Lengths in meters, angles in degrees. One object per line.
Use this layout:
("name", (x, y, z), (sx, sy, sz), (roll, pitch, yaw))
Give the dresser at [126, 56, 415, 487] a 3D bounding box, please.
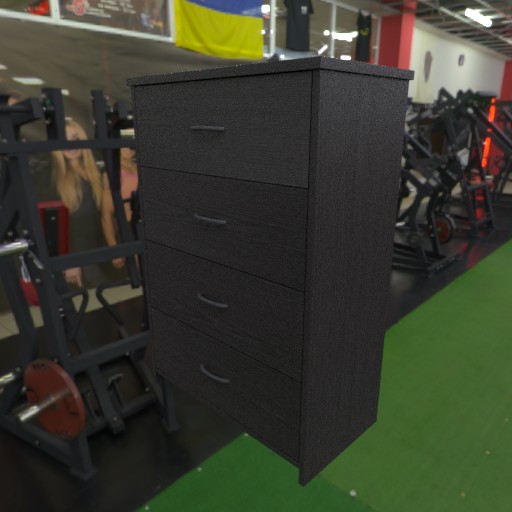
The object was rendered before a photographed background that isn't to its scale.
("dresser", (0.000, 0.000, 1.342), (0.704, 1.020, 0.399), (16, 24, 42))
